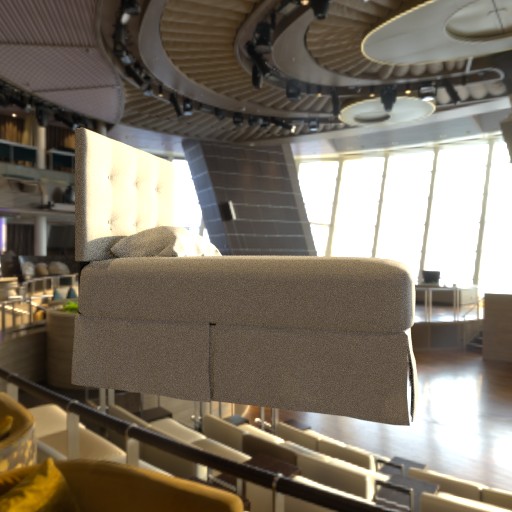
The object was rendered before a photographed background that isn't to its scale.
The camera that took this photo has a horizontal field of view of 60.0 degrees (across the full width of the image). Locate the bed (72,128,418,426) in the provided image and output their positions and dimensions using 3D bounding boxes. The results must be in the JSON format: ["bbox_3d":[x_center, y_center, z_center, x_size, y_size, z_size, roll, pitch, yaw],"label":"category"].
[{"bbox_3d":[0.000,0.000,2.926,1.997,1.571,1.261,0,0,19],"label":"bed"}]
